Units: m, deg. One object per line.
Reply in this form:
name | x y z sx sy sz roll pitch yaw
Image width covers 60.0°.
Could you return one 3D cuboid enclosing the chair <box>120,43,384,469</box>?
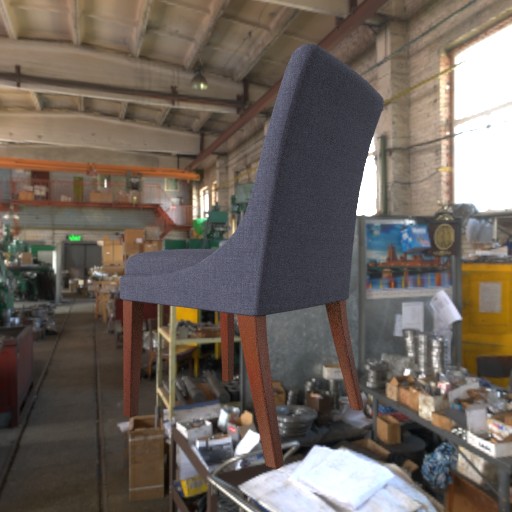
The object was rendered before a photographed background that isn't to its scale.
chair | 0.000 0.000 1.326 0.655 0.952 0.508 0 0 36
